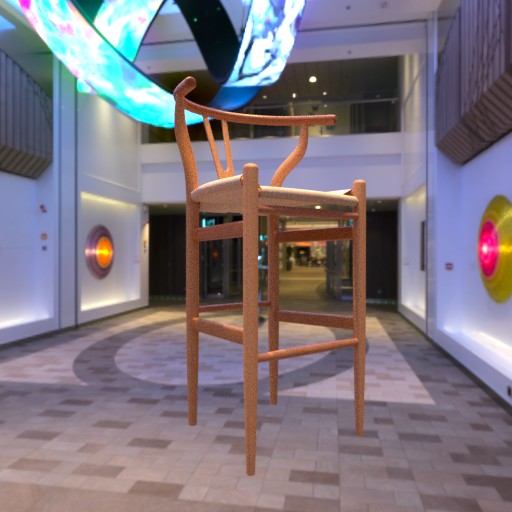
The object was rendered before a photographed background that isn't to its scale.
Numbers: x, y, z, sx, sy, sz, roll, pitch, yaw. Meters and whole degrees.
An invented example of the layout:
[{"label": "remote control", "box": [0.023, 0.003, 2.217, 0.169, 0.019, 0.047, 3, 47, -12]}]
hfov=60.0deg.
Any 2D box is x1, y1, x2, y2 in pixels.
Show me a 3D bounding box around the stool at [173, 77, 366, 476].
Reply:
[{"label": "stool", "box": [0.000, 0.000, 1.404, 0.574, 1.068, 0.561, 0, 0, -36]}]
